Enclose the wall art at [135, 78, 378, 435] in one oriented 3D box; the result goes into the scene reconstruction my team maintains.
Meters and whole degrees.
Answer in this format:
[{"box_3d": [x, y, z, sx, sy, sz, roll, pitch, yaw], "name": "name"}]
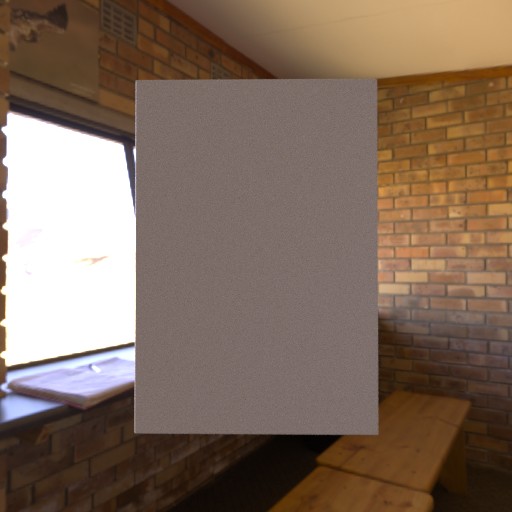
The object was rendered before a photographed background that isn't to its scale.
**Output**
[{"box_3d": [0.000, 0.000, 1.492, 0.808, 1.183, 0.038, 0, -1, 1], "name": "wall art"}]
